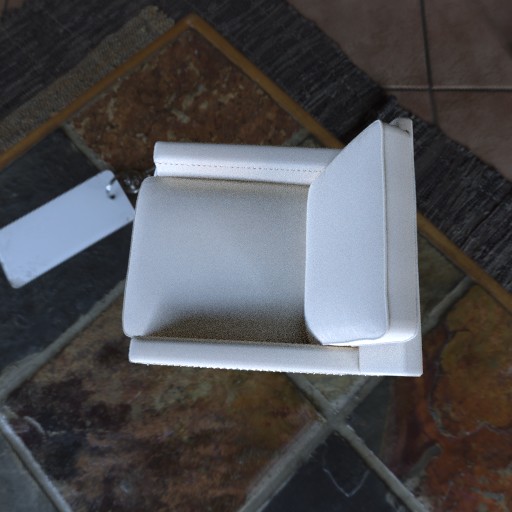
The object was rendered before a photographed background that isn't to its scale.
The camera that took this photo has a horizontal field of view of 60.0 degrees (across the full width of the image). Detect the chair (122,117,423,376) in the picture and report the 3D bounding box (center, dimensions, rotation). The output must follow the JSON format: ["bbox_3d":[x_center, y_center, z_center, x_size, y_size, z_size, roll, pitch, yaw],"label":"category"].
[{"bbox_3d":[0.000,0.000,1.709,1.014,0.943,0.853,3,75,1],"label":"chair"}]
